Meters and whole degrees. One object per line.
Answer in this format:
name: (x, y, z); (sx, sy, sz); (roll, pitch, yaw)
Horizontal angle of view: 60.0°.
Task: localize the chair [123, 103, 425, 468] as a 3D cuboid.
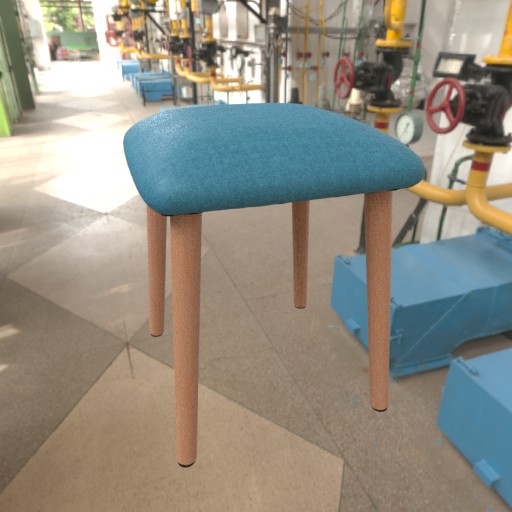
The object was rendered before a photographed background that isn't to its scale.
chair: (0.000, 0.000, 0.712); (0.360, 0.450, 0.360); (-9, 28, -17)
